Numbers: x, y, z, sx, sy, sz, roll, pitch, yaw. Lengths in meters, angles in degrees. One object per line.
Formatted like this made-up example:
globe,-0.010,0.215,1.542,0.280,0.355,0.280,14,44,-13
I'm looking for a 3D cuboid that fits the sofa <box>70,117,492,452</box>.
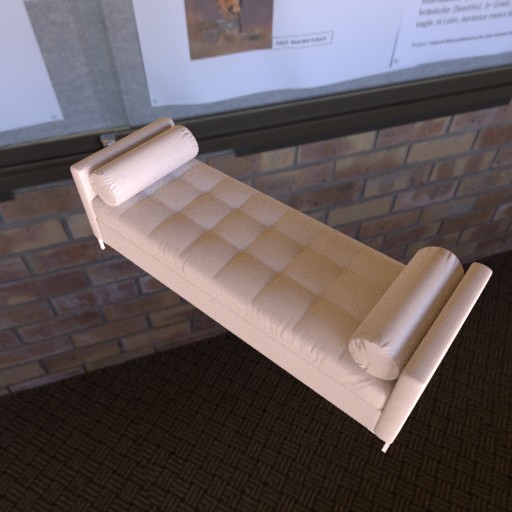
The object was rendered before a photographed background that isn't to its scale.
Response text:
sofa,0.000,0.000,2.290,1.981,0.635,0.686,31,54,26
